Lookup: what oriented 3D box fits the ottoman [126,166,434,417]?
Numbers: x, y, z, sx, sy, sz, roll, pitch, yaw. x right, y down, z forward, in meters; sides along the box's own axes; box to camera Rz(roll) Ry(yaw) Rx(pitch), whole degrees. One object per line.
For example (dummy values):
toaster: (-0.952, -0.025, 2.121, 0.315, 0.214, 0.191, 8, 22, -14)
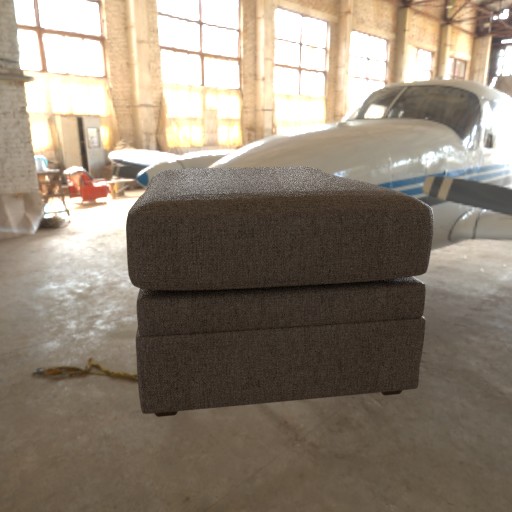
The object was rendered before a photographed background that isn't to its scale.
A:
ottoman: (0.000, 0.000, 1.295, 0.637, 0.478, 0.885, -2, 16, -9)
